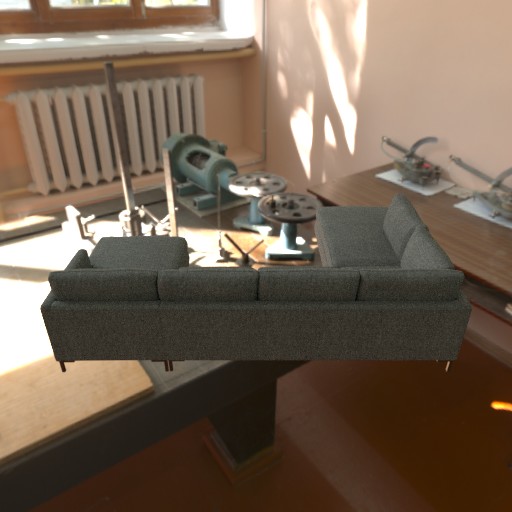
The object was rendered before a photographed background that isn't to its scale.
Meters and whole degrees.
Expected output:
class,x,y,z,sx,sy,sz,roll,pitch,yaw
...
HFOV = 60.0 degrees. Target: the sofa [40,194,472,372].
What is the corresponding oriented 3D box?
class,x,y,z,sx,sy,sz,roll,pitch,yaw
sofa,0.000,0.000,3.618,2.737,0.756,1.879,0,31,0
